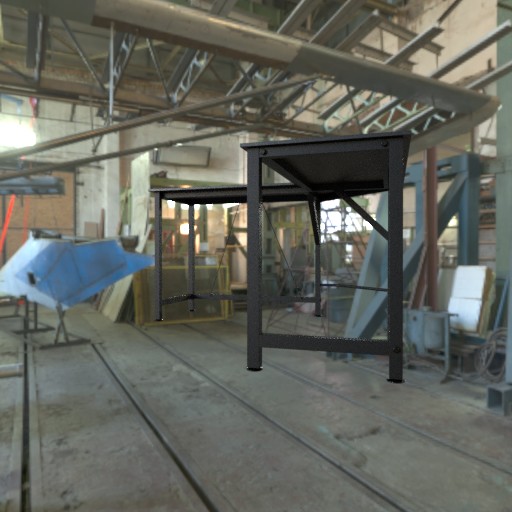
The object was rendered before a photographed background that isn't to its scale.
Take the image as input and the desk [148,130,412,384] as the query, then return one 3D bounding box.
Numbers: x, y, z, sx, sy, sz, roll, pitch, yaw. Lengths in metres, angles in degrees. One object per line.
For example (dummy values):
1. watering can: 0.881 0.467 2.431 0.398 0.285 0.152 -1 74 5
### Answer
1. desk: 0.000 0.000 2.195 1.400 0.762 1.400 0 1 17
